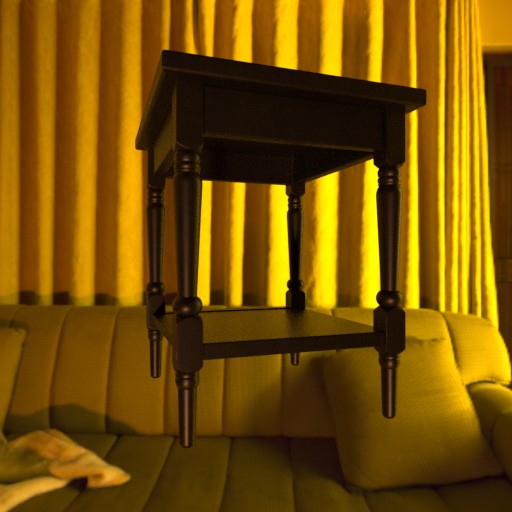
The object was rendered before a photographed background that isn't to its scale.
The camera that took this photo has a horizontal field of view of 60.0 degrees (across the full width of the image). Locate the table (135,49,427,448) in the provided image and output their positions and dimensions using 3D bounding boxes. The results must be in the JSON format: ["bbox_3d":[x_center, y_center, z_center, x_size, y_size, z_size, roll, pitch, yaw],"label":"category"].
[{"bbox_3d":[0.000,0.000,0.904,0.442,0.565,0.488,0,0,-19],"label":"table"}]
